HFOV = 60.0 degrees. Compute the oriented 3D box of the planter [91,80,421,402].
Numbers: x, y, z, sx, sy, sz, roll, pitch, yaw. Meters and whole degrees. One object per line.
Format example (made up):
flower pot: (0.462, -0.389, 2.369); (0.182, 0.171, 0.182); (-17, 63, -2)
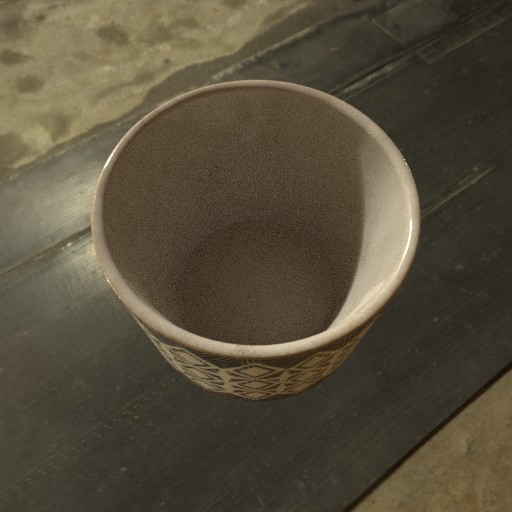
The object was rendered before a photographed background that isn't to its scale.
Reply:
planter: (0.000, 0.000, 0.218); (0.126, 0.104, 0.126); (0, 63, 0)
